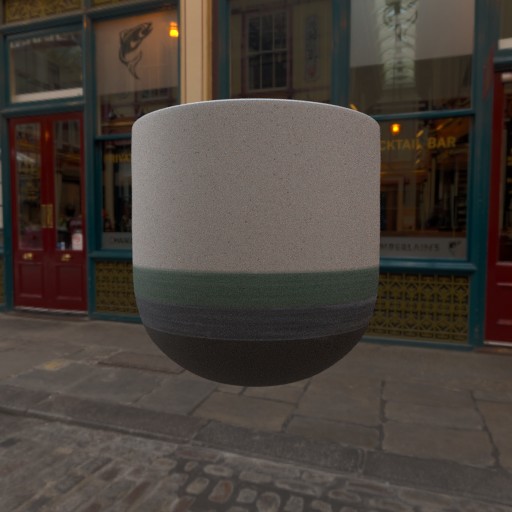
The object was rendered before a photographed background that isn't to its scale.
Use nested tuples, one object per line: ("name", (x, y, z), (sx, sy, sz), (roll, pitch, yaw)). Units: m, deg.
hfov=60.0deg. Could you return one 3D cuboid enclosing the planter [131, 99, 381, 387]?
("planter", (0.000, 0.000, 0.500), (0.268, 0.270, 0.268), (0, 3, 0))
